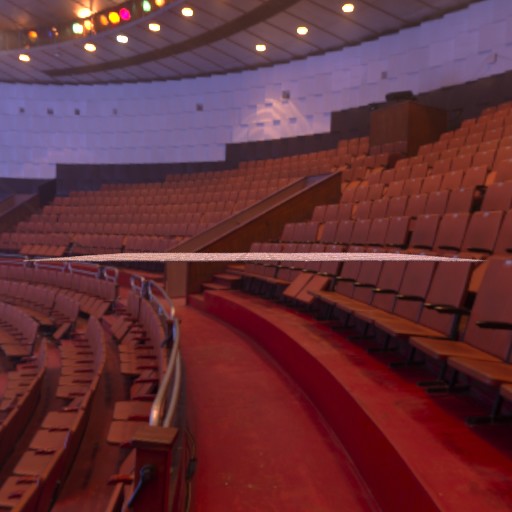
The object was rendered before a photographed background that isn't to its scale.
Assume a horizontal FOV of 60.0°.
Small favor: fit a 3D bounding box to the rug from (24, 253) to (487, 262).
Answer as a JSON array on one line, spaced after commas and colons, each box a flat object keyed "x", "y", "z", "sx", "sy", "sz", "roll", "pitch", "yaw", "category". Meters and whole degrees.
[{"x": 0.000, "y": 0.000, "z": 4.466, "sx": 3.419, "sy": 0.020, "sz": 2.441, "roll": 0, "pitch": 2, "yaw": 1, "category": "rug"}]
